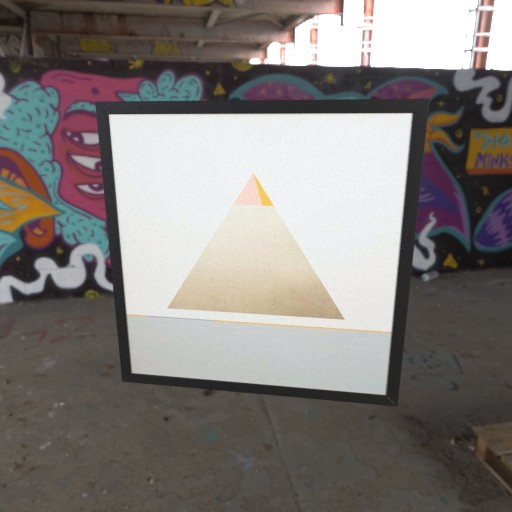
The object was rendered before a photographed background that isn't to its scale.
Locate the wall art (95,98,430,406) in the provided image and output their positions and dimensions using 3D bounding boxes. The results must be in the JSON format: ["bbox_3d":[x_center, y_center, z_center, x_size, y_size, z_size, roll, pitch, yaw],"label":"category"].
[{"bbox_3d":[0.000,0.000,0.459,0.304,0.303,0.037,3,17,8],"label":"wall art"}]
